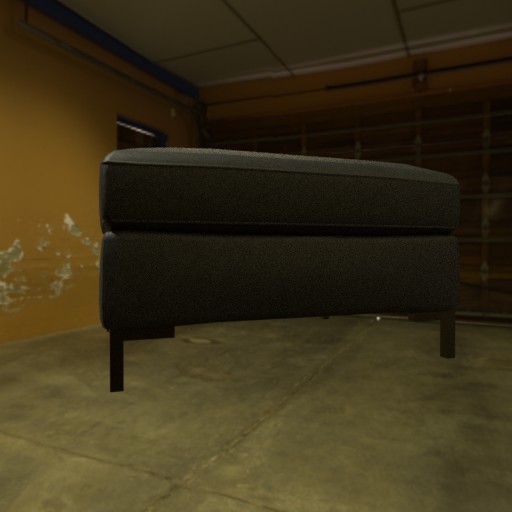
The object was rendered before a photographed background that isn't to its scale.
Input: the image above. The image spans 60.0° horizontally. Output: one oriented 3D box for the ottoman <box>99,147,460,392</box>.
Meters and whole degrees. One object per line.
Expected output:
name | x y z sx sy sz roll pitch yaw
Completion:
ottoman | 0.000 0.000 1.782 1.187 0.696 0.967 0 1 -19
